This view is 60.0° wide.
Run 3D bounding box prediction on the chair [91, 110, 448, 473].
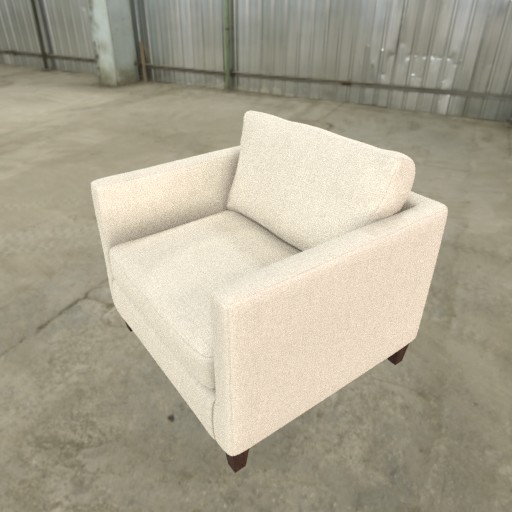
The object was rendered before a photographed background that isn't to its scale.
[{"bbox_3d":[0.000,0.000,1.738,0.959,0.919,0.996,-21,38,-30],"label":"chair"}]
